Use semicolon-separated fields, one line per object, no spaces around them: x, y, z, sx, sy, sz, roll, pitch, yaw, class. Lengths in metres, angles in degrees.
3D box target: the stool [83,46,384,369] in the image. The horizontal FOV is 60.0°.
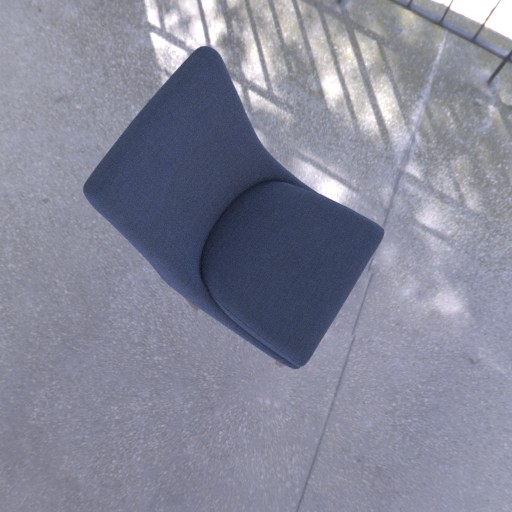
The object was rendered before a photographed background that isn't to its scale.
0.000;0.000;1.358;0.577;1.078;0.470;32;77;9;stool
